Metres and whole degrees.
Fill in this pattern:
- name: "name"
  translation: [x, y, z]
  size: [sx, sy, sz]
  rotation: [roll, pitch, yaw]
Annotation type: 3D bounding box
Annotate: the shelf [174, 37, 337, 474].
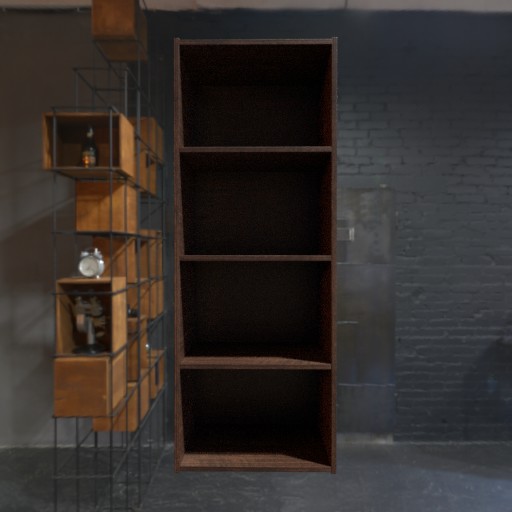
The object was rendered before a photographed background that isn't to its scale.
- name: "shelf"
  translation: [0.000, 0.000, 1.262]
  size: [0.415, 1.099, 0.290]
  rotation: [0, 1, 1]
